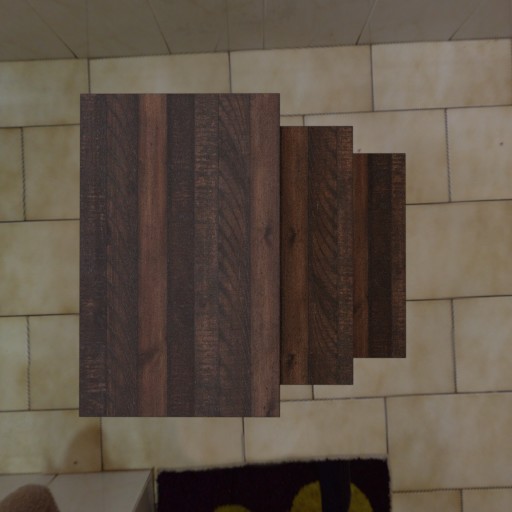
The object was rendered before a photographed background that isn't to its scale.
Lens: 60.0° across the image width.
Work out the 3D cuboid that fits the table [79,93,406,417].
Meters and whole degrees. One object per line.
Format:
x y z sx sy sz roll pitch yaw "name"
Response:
0.000 0.000 1.138 0.660 0.616 0.608 0 90 0 "table"
